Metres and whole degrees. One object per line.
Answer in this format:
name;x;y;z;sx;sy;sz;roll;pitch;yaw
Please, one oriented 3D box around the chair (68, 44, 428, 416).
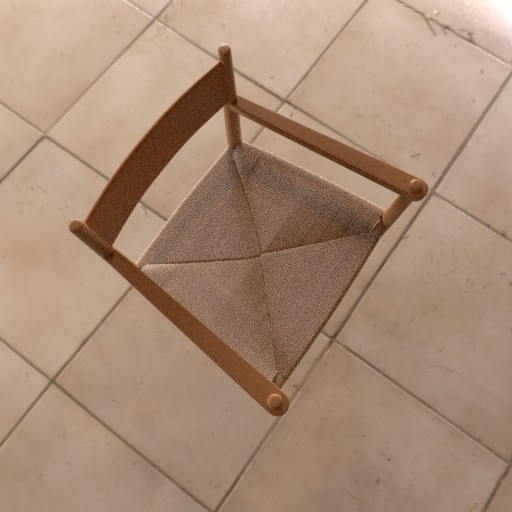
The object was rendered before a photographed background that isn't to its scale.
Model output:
chair;0.000;0.000;1.120;0.495;0.762;0.556;34;78;8
